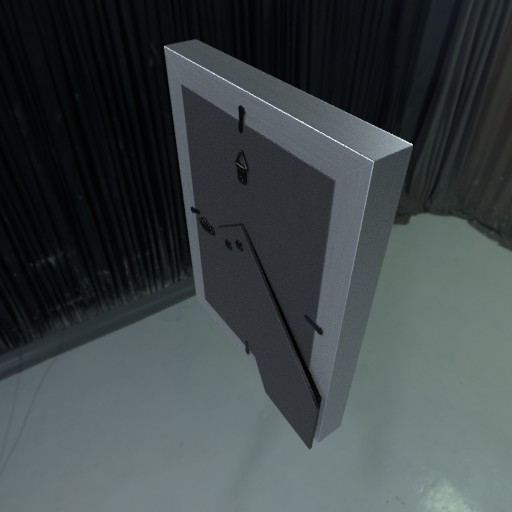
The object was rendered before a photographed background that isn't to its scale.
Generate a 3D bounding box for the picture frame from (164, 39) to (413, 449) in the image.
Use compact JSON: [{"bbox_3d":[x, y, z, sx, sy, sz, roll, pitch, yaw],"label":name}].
[{"bbox_3d":[0.000,0.000,0.272,0.028,0.208,0.157,-26,48,-26],"label":"picture frame"}]
